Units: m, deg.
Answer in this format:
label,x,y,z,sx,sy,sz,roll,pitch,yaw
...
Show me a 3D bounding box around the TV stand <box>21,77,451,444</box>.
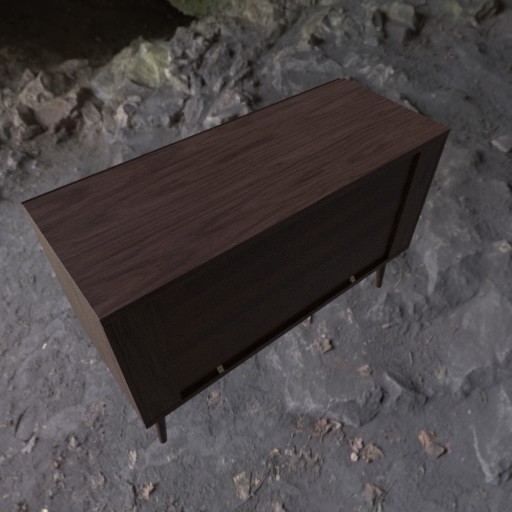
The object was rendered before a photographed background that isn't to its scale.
label,x,y,z,sx,sy,sz,roll,pitch,yaw
TV stand,0.000,0.000,1.302,0.990,0.660,0.405,-30,53,-25
